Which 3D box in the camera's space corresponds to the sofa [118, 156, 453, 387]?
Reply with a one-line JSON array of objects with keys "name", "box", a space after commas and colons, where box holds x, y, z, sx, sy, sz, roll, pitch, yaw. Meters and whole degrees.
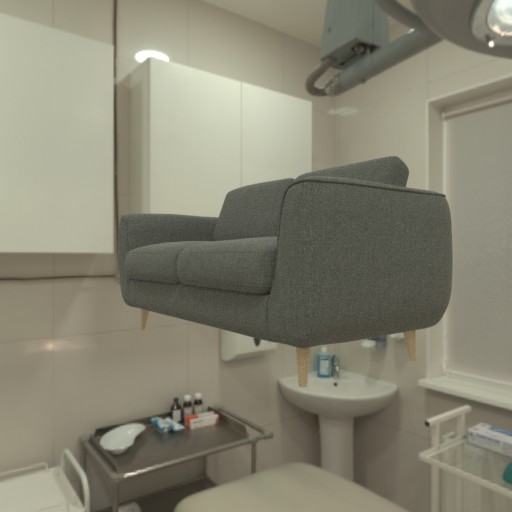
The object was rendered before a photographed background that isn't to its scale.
[{"name": "sofa", "box": [0.000, 0.000, 2.228, 0.920, 0.870, 1.700, 0, 0, -36]}]
